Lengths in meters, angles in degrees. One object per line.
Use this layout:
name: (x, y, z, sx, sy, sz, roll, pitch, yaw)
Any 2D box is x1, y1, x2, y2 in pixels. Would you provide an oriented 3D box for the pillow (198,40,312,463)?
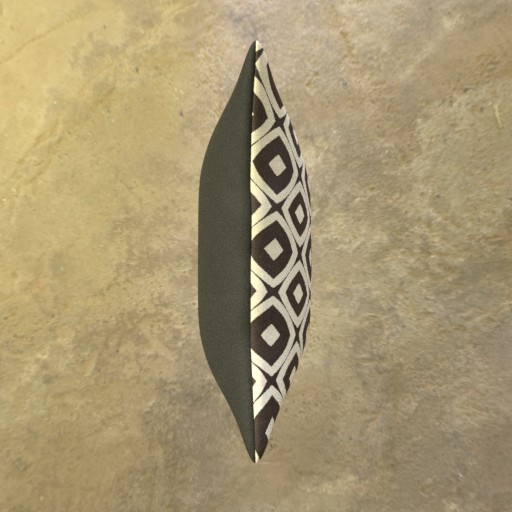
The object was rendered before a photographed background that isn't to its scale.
pillow: (0.000, 0.000, 0.770, 0.188, 0.494, 0.504, 0, 88, 0)
